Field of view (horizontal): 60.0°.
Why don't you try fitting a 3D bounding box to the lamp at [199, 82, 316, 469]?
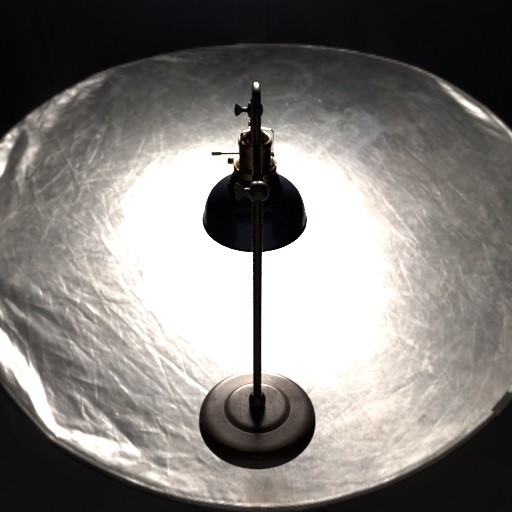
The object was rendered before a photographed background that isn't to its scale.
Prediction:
[{"bbox_3d":[0.000,0.000,0.691,0.192,0.508,0.374,-1,29,-1],"label":"lamp"}]
